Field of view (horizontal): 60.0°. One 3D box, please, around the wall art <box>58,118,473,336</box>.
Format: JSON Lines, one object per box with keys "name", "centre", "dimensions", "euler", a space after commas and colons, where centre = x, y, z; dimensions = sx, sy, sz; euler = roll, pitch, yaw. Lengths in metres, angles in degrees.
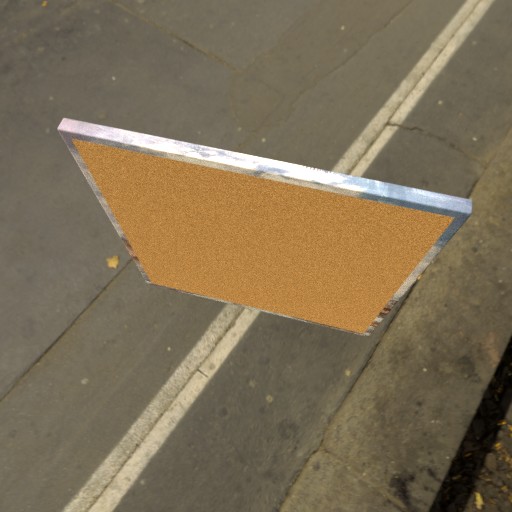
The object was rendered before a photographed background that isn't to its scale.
{"name": "wall art", "centre": [0.000, 0.000, 1.330], "dimensions": [0.888, 0.897, 0.035], "euler": [13, 65, 6]}
